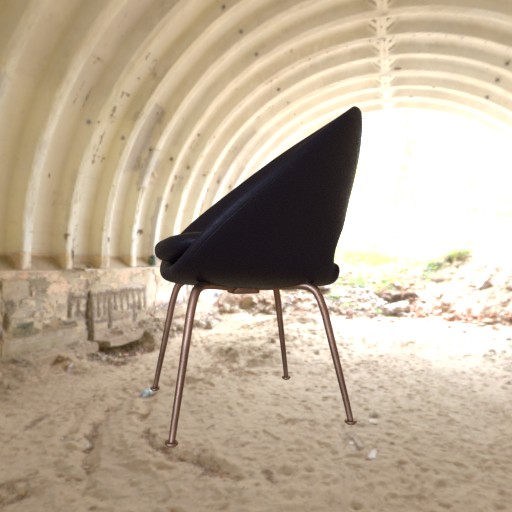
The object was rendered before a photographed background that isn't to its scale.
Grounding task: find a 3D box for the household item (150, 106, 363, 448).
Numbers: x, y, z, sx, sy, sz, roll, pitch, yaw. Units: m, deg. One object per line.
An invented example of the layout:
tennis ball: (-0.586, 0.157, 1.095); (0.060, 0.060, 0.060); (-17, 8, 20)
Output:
household item: (0.000, 0.000, 1.289); (0.573, 0.852, 0.623); (0, -1, -17)
